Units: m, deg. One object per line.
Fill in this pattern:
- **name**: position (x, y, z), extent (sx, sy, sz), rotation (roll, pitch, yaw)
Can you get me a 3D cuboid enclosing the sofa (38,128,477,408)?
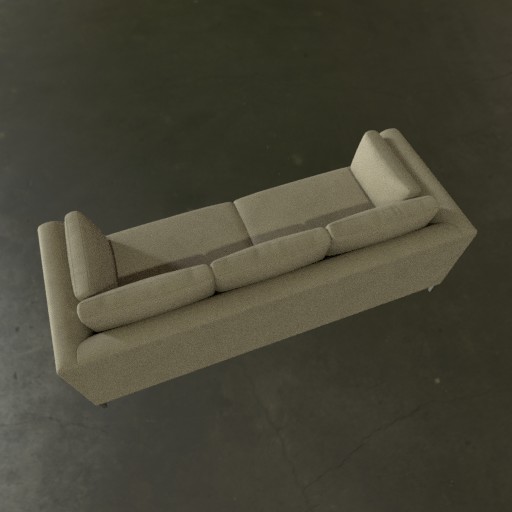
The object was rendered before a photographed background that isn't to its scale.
- **sofa**: position (0.000, 0.000, 2.867), extent (2.415, 0.867, 0.969), rotation (-17, 59, -11)
